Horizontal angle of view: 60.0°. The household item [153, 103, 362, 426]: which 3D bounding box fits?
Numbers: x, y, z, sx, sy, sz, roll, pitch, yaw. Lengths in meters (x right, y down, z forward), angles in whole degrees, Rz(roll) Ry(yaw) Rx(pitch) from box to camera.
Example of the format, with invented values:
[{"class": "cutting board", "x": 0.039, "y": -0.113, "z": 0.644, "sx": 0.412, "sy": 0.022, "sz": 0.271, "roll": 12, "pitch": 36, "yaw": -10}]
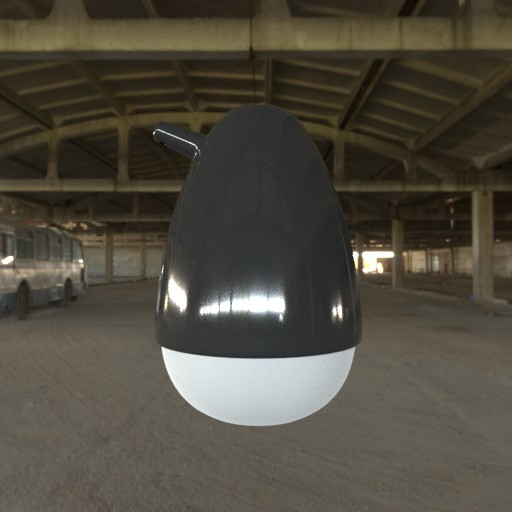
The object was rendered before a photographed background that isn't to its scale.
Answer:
[{"class": "household item", "x": 0.000, "y": 0.000, "z": 0.223, "sx": 0.104, "sy": 0.152, "sz": 0.102, "roll": 0, "pitch": -1, "yaw": 1}]
